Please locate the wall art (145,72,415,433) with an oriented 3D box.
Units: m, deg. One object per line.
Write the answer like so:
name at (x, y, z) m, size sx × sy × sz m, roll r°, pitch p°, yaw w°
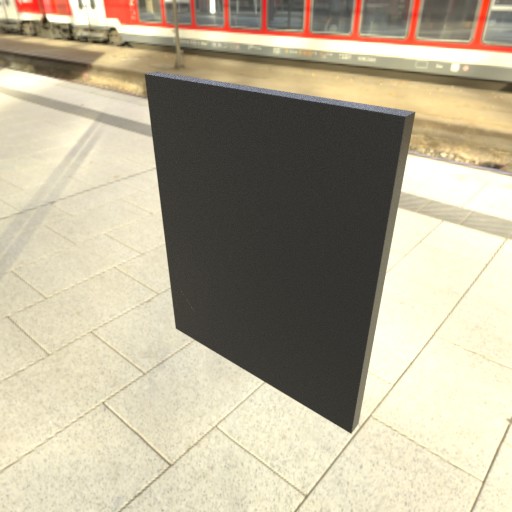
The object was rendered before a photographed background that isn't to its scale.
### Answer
wall art at (0.000, 0.000, 0.778) m, size 0.457 × 0.557 × 0.028 m, roll 23°, pitch 38°, yaw 32°
